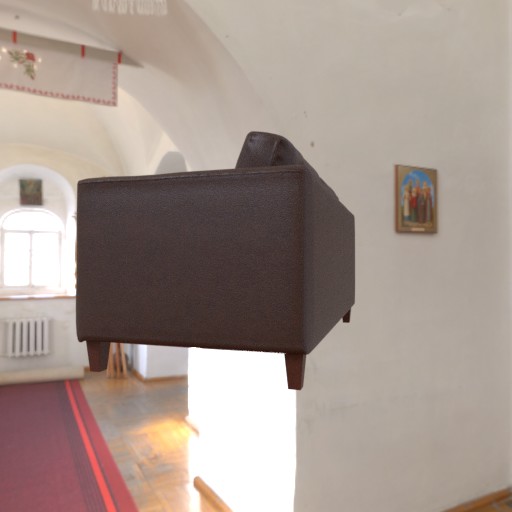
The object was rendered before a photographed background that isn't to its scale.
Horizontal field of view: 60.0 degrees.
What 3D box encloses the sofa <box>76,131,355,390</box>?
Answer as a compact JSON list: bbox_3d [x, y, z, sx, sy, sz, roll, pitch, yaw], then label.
[{"bbox_3d":[0.000,0.000,2.479,0.951,0.933,1.883,0,0,17],"label":"sofa"}]
